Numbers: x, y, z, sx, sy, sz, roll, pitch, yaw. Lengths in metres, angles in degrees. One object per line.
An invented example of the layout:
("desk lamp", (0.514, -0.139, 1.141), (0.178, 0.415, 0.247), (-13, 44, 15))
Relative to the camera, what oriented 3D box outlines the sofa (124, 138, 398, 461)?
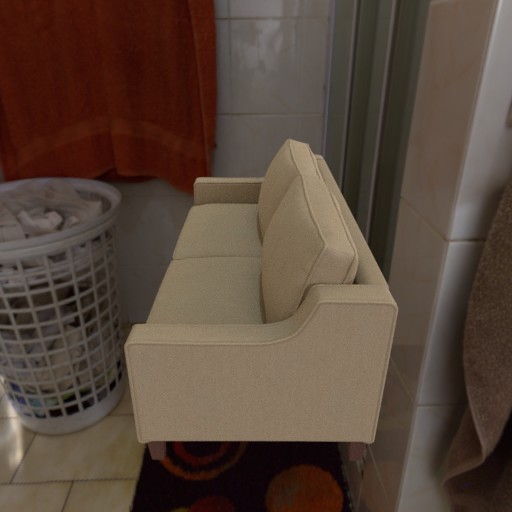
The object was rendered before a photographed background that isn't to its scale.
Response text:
("sofa", (0.000, 0.000, 2.750), (1.066, 1.071, 2.178), (0, 27, 0))
